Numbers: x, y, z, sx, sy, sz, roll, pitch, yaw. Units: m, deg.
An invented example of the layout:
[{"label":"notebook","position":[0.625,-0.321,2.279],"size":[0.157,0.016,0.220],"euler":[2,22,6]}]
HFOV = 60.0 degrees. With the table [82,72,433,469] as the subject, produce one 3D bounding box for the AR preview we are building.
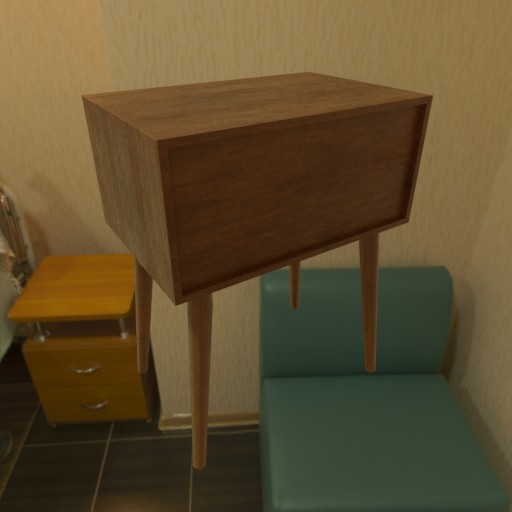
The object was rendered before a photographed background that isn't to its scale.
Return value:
[{"label":"table","position":[0.000,0.000,0.835],"size":[0.454,0.580,0.307],"euler":[-18,35,-28]}]
